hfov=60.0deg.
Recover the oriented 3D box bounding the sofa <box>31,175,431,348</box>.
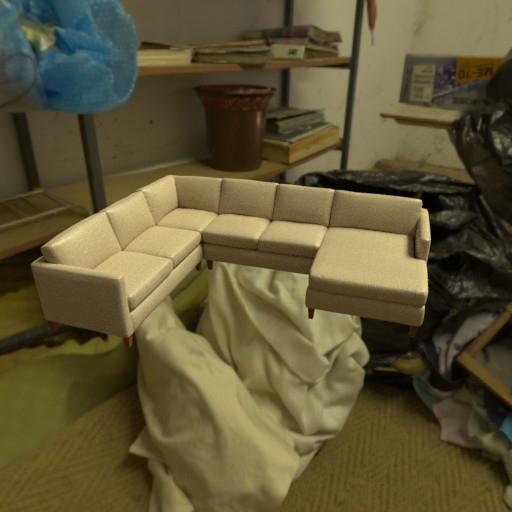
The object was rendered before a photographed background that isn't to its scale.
[{"bbox_3d":[0.000,0.000,4.678,3.460,0.961,2.594,8,28,16],"label":"sofa"}]
